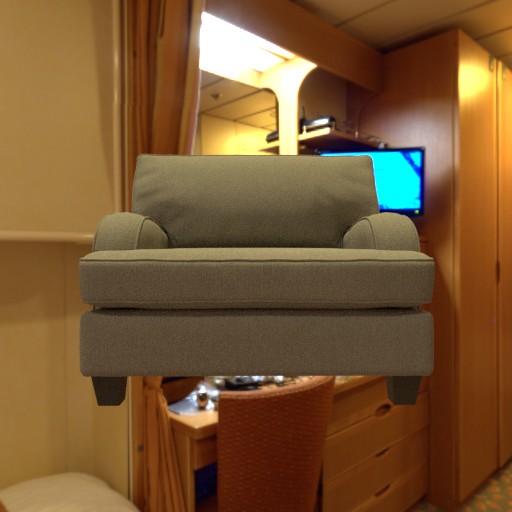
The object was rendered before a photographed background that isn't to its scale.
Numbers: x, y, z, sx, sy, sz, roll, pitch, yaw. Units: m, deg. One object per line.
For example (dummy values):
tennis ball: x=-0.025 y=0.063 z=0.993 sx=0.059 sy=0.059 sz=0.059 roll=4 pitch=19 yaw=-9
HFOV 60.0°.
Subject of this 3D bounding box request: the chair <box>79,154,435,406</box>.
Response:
chair: x=0.000 y=0.000 z=1.953 sx=1.220 sy=1.016 sz=1.041 roll=0 pitch=1 yaw=-1
